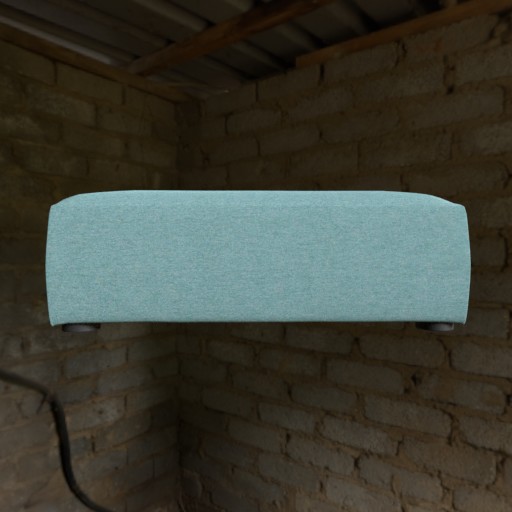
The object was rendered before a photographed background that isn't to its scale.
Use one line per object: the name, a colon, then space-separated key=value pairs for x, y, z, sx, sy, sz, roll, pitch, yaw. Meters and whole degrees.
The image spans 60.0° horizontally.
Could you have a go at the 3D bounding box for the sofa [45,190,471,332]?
sofa: x=0.000 y=0.000 z=1.433 sx=0.930 sy=0.330 sz=0.930 roll=0 pitch=1 yaw=-1
